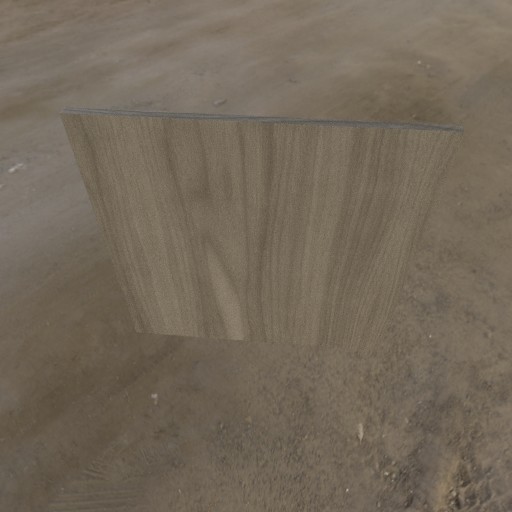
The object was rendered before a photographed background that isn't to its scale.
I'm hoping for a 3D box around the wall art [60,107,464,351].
[{"bbox_3d":[0.000,0.000,0.743,0.508,0.507,0.016,4,47,4],"label":"wall art"}]
